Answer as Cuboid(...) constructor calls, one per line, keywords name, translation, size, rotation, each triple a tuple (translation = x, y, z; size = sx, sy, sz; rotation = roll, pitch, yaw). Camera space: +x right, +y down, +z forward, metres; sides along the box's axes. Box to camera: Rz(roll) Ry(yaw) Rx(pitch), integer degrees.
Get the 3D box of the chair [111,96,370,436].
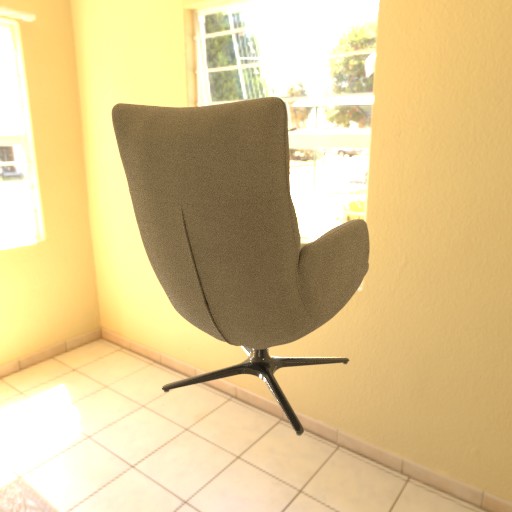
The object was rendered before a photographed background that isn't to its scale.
Cuboid(name="chair", translation=(0.000, 0.000, 1.599), size=(0.711, 1.016, 0.889), rotation=(8, 17, 26))
